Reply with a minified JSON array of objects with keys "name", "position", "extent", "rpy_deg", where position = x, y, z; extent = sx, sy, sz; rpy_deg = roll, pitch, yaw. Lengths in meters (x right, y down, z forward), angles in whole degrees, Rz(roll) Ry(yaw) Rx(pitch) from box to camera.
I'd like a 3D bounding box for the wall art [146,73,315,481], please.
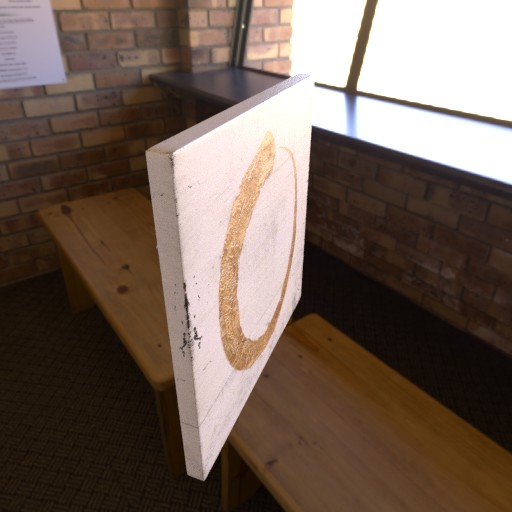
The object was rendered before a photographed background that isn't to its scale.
[{"name":"wall art","position":[0.000,0.000,0.897],"extent":[0.040,0.611,0.610],"rpy_deg":[11,33,18]}]
